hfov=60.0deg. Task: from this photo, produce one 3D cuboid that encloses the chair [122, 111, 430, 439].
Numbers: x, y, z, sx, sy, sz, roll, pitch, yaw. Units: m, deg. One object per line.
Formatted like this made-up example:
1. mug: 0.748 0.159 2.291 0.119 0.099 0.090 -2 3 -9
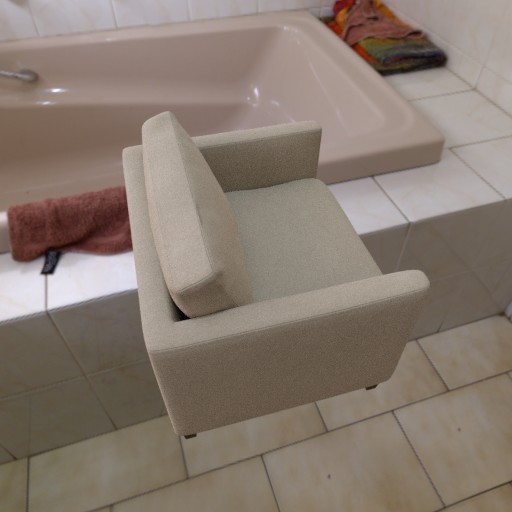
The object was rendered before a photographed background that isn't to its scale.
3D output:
1. chair: 0.000 0.000 1.890 0.959 0.961 1.107 -11 48 -10
